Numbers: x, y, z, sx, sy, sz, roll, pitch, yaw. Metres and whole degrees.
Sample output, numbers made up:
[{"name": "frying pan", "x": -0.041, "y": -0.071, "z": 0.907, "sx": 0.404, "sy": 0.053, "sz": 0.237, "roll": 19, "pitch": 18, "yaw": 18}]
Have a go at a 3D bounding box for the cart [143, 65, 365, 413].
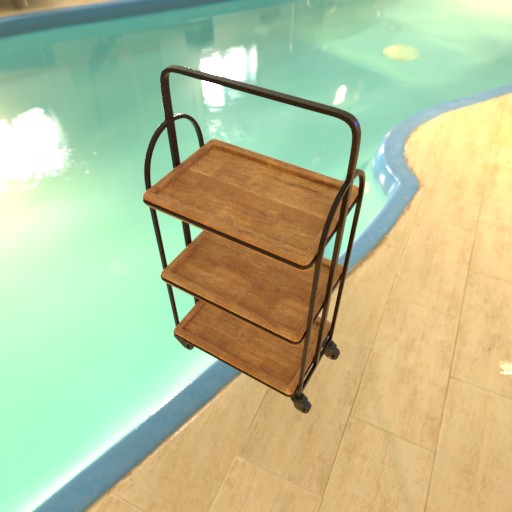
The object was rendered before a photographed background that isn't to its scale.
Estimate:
[{"name": "cart", "x": 0.000, "y": 0.000, "z": 1.281, "sx": 0.553, "sy": 1.001, "sz": 0.327, "roll": 23, "pitch": 50, "yaw": 21}]
